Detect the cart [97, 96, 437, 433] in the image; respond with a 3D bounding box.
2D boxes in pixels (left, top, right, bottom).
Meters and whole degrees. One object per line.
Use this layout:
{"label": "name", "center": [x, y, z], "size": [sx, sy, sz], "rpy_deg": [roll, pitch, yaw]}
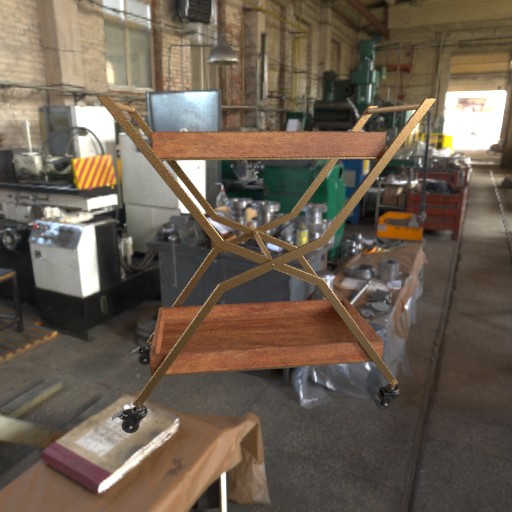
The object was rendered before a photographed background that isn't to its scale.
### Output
{"label": "cart", "center": [0.000, 0.000, 1.320], "size": [0.836, 0.869, 0.405], "rpy_deg": [-2, 16, -7]}
